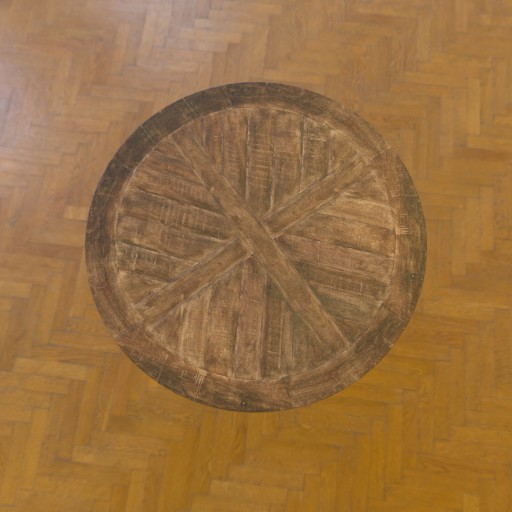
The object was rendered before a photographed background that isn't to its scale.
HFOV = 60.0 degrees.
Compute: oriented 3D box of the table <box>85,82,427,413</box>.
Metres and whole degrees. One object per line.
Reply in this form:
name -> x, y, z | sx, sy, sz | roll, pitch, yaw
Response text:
table -> 0.000, 0.000, 2.011 | 1.264, 0.762, 1.264 | 0, 77, 0
